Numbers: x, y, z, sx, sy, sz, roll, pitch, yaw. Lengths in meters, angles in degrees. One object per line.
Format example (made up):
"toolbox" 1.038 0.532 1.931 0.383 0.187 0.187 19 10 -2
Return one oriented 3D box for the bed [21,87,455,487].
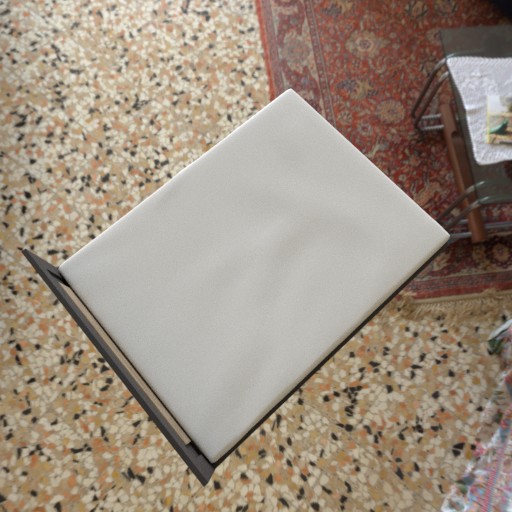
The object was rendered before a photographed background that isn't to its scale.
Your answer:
"bed" 0.000 0.000 2.878 2.073 0.823 1.585 -41 77 -11
